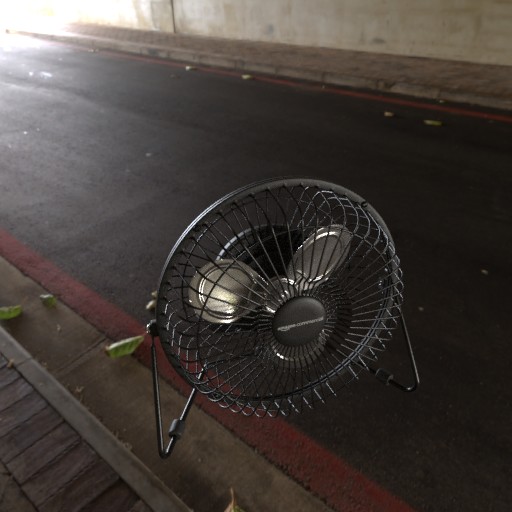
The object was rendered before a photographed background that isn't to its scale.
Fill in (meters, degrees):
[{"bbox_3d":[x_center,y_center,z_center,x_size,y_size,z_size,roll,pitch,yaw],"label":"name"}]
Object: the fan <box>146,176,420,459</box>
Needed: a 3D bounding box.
[{"bbox_3d":[0.000,0.000,0.381,0.209,0.188,0.227,-9,33,-15],"label":"fan"}]
